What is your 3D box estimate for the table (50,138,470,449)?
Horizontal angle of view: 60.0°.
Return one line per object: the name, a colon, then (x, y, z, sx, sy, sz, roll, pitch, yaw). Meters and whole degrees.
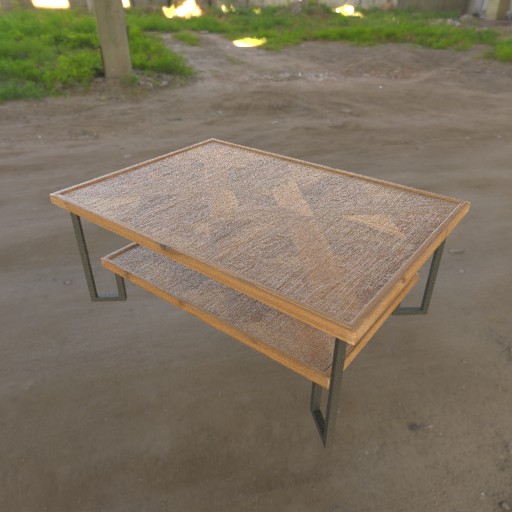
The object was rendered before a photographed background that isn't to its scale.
table: (0.000, 0.000, 1.721, 1.238, 0.492, 0.877, 22, 38, 32)
